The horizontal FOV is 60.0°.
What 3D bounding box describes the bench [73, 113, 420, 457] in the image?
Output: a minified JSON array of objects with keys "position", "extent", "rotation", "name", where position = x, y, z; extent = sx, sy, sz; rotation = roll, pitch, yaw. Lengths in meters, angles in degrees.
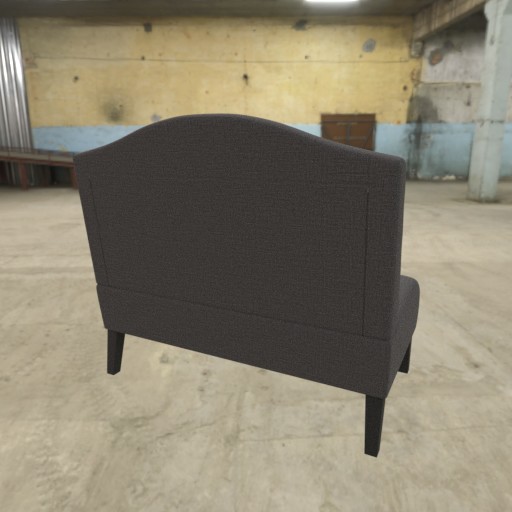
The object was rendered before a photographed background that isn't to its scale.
[{"position":[0.000,0.000,1.988],"extent":[1.335,1.180,0.815],"rotation":[7,16,26],"name":"bench"}]
